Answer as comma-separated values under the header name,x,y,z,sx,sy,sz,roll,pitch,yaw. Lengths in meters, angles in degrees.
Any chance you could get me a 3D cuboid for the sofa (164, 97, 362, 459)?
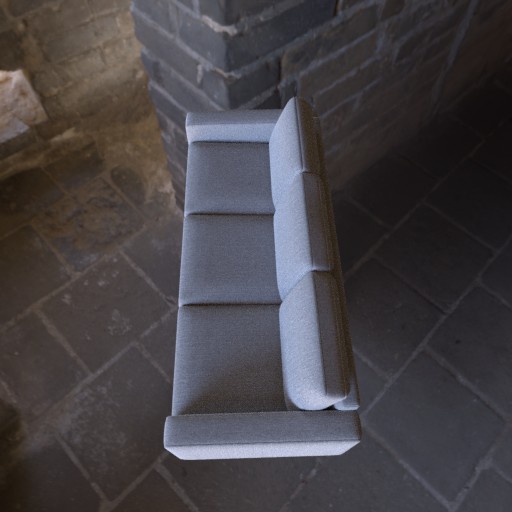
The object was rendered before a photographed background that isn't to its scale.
name,x,y,z,sx,sy,sz,roll,pitch,yaw
sofa,0.000,0.000,2.618,0.900,0.800,2.120,-1,60,-1
